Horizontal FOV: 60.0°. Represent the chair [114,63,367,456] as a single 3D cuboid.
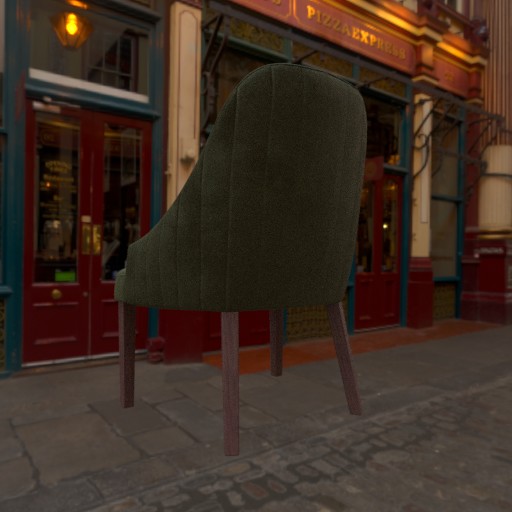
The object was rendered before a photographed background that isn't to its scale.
[{"bbox_3d":[0.000,0.000,1.279,0.643,0.889,0.575,0,0,-37],"label":"chair"}]
